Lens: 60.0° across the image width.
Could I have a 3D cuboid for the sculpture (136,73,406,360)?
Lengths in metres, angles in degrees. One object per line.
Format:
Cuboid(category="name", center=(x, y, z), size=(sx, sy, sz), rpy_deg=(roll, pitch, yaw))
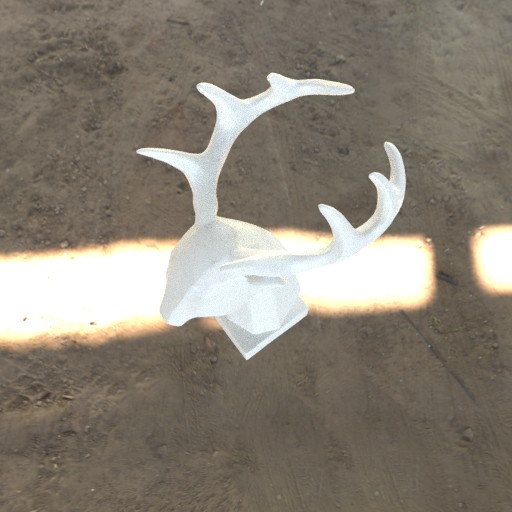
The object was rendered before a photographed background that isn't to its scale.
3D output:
Cuboid(category="sculpture", center=(0.000, 0.000, 0.457), size=(0.224, 0.329, 0.174), rpy_deg=(-34, 69, -15))
